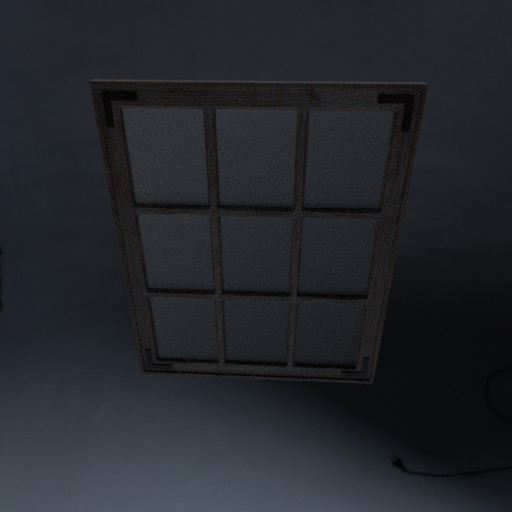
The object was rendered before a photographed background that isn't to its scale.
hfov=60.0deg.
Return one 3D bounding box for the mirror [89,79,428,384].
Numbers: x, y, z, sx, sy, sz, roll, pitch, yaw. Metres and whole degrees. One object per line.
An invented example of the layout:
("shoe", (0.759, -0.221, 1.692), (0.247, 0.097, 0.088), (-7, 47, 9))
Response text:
("mirror", (0.000, 0.000, 1.189), (0.730, 0.882, 0.032), (2, 30, 3))
